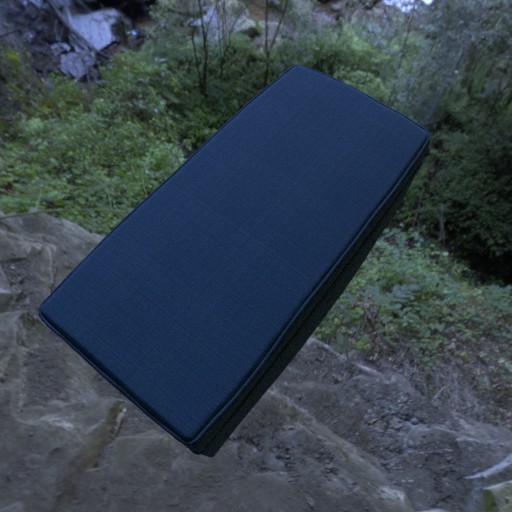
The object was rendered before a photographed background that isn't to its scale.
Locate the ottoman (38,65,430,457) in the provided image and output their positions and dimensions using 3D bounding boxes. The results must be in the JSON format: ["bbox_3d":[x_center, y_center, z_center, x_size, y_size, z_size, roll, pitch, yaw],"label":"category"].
[{"bbox_3d":[0.000,0.000,1.200,0.474,0.474,0.943,35,69,16],"label":"ottoman"}]
